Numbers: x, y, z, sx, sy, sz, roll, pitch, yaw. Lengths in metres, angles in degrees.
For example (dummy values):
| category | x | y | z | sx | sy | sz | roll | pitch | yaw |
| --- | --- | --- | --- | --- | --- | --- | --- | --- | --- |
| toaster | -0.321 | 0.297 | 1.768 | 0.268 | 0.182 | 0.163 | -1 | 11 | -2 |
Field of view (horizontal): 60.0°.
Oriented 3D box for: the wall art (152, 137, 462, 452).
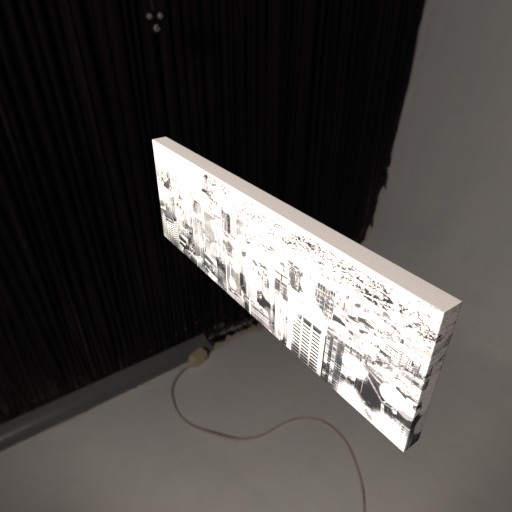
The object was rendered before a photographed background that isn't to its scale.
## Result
| category | x | y | z | sx | sy | sz | roll | pitch | yaw |
| --- | --- | --- | --- | --- | --- | --- | --- | --- | --- |
| wall art | 0.000 | 0.000 | 0.831 | 0.038 | 0.255 | 0.763 | -21 | 38 | -30 |
